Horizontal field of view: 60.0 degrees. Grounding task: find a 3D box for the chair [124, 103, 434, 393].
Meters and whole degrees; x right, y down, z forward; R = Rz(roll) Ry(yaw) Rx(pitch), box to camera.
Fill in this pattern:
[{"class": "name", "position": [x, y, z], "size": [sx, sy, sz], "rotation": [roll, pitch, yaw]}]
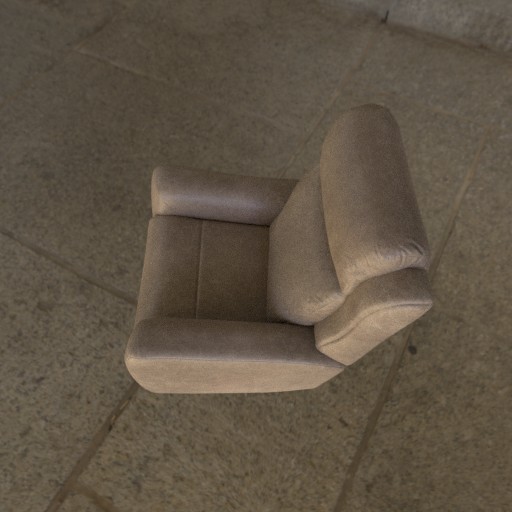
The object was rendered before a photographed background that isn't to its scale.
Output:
[{"class": "chair", "position": [0.000, 0.000, 1.892], "size": [1.068, 1.116, 0.967], "rotation": [0, 59, 0]}]
